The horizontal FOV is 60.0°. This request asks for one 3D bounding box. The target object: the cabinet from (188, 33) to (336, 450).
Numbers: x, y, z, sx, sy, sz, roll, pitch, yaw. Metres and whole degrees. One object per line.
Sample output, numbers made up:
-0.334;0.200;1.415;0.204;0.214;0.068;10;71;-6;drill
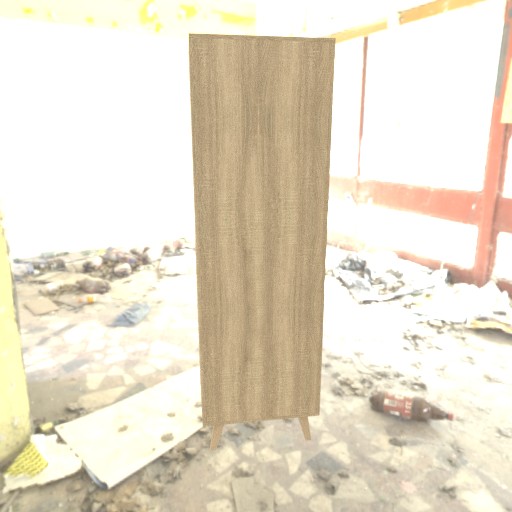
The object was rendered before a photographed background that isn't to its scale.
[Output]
0.000;0.000;2.124;0.570;1.850;0.400;-2;15;-8;cabinet
